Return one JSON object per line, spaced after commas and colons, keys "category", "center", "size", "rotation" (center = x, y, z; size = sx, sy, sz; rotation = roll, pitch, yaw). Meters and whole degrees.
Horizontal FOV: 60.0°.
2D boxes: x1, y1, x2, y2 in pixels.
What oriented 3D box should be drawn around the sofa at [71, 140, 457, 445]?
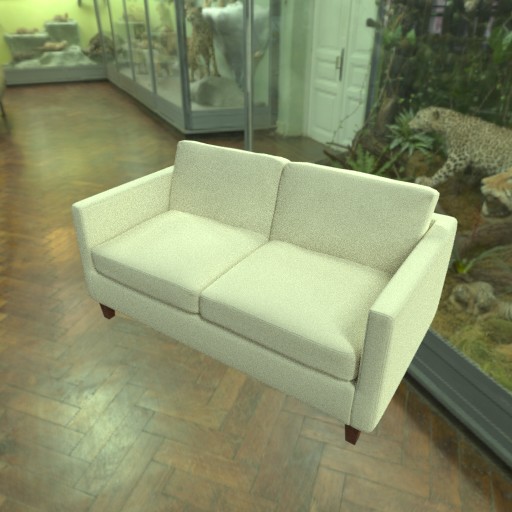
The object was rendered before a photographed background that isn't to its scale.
{"category": "sofa", "center": [0.000, 0.000, 2.283], "size": [1.702, 0.888, 0.964], "rotation": [18, 34, 29]}
